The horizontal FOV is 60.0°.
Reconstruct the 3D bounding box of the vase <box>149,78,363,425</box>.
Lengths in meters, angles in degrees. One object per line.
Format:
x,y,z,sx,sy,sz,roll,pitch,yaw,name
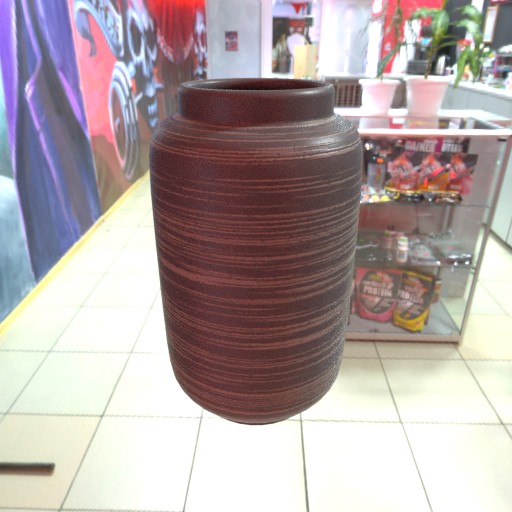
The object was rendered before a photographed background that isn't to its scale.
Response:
0.000,0.000,0.684,0.297,0.499,0.297,0,26,0,vase
